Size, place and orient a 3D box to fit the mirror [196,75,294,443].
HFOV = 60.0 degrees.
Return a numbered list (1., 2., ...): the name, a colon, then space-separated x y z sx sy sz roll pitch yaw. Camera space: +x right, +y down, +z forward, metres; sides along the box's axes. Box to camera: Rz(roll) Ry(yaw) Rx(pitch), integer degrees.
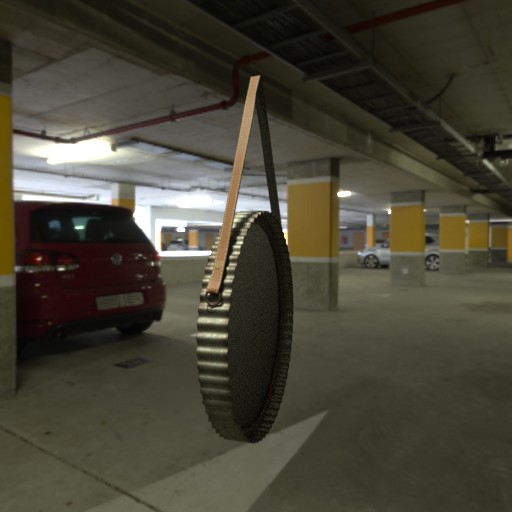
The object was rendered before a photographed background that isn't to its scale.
1. mirror: 0.000 0.000 0.707 0.042 0.568 0.355 0 2 18
